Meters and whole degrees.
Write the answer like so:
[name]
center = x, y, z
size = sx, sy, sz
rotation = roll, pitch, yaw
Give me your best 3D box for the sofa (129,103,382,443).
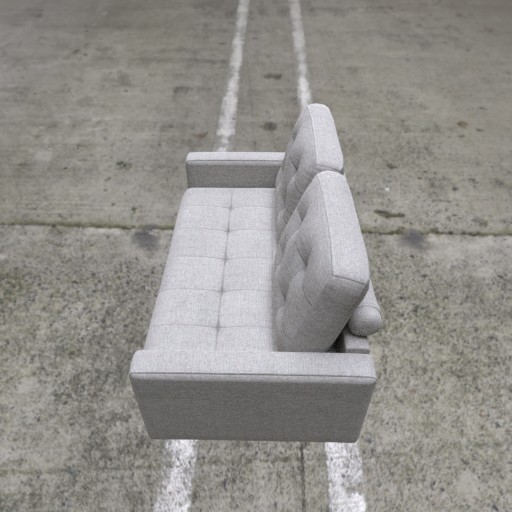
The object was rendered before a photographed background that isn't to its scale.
[sofa]
center = 0.000, 0.000, 1.967
size = 0.842, 0.907, 1.407
rotation = 1, 42, 1
